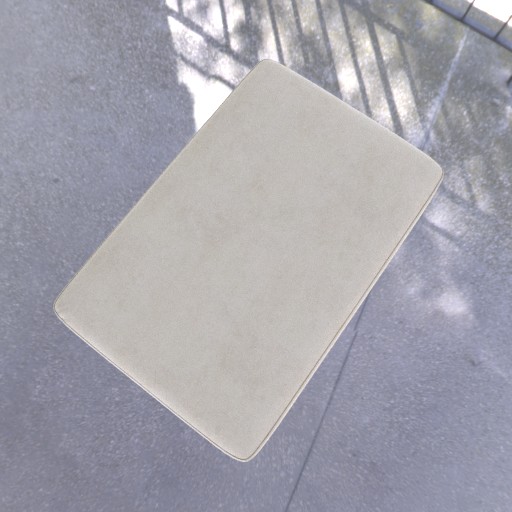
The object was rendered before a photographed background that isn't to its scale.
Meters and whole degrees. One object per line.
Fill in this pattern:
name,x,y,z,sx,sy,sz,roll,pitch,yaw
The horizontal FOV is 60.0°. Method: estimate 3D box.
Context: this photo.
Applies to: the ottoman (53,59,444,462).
ottoman,0.000,0.000,1.217,0.584,0.483,0.864,35,78,9
